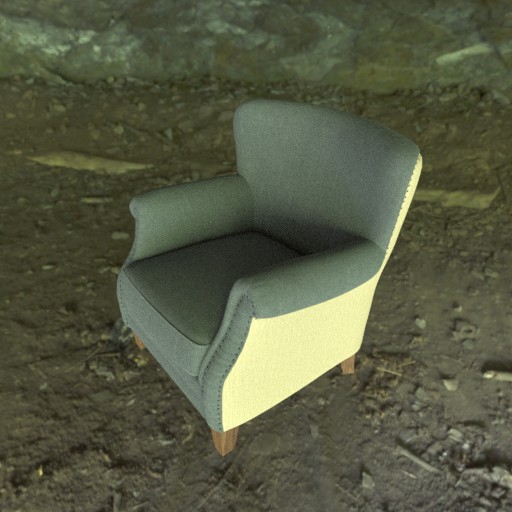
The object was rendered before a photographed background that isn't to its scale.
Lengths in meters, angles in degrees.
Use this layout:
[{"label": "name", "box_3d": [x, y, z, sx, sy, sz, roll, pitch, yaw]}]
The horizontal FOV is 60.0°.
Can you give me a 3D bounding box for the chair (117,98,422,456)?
[{"label": "chair", "box_3d": [0.000, 0.000, 1.653, 0.921, 0.936, 0.861, -23, 39, -32]}]
